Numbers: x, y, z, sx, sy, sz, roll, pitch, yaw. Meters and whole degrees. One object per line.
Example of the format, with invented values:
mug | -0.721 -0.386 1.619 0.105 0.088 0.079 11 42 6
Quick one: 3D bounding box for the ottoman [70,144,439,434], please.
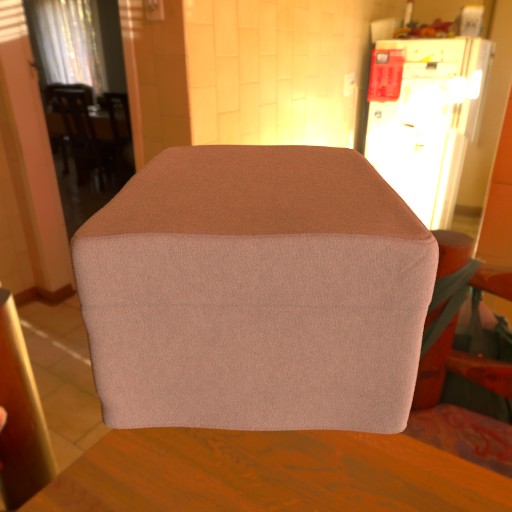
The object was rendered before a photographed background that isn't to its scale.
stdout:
ottoman | 0.000 0.000 1.198 0.648 0.461 0.833 1 24 1
